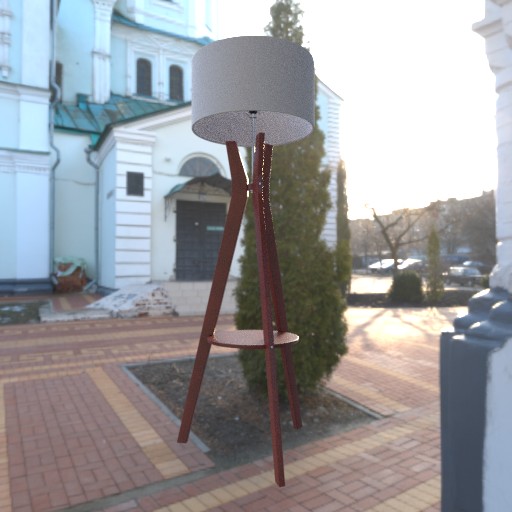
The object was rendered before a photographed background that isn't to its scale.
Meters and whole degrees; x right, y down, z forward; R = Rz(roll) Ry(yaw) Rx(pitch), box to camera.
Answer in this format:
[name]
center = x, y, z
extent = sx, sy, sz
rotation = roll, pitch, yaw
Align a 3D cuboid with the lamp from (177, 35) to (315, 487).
[lamp]
center = 0.000, 0.000, 1.673
extent = 0.539, 1.472, 0.542
rotation = 0, -1, -18
